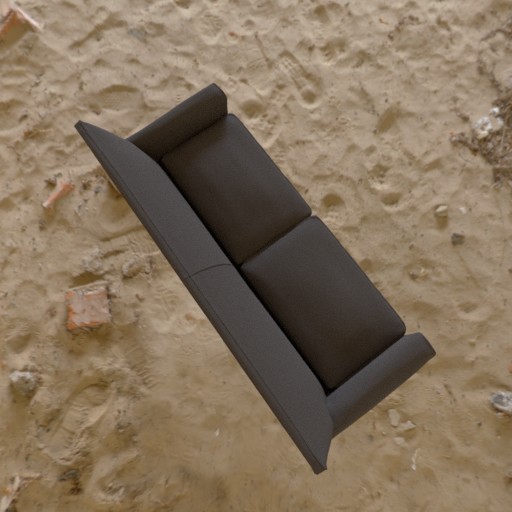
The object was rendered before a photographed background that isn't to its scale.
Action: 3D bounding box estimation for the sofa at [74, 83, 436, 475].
[{"bbox_3d":[0.000,0.000,2.496,0.843,0.907,2.002,-35,77,-9],"label":"sofa"}]
